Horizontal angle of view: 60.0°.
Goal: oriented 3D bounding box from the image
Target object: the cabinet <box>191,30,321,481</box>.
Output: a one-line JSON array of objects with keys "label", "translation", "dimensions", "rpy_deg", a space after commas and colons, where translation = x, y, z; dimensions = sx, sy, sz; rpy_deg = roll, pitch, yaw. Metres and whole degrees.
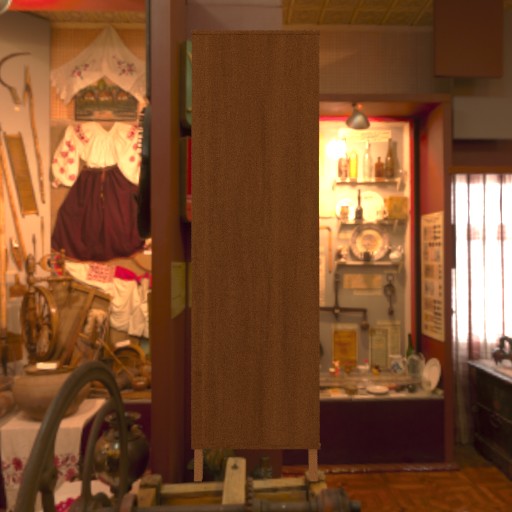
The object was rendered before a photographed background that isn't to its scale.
[{"label": "cabinet", "translation": [0.000, 0.000, 2.465], "dimensions": [0.571, 1.999, 1.006], "rpy_deg": [0, 0, 0]}]
